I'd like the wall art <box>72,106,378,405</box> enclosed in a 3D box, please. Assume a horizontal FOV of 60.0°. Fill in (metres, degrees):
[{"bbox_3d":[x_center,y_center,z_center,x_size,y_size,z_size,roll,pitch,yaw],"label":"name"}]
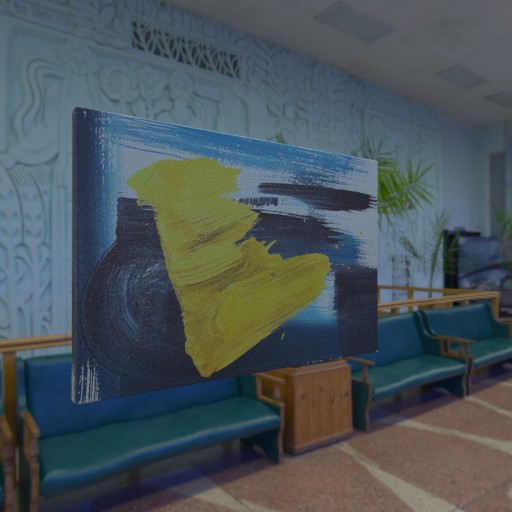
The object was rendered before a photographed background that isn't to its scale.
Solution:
[{"bbox_3d":[0.000,0.000,1.177,0.914,0.610,0.039,0,0,-34],"label":"wall art"}]
